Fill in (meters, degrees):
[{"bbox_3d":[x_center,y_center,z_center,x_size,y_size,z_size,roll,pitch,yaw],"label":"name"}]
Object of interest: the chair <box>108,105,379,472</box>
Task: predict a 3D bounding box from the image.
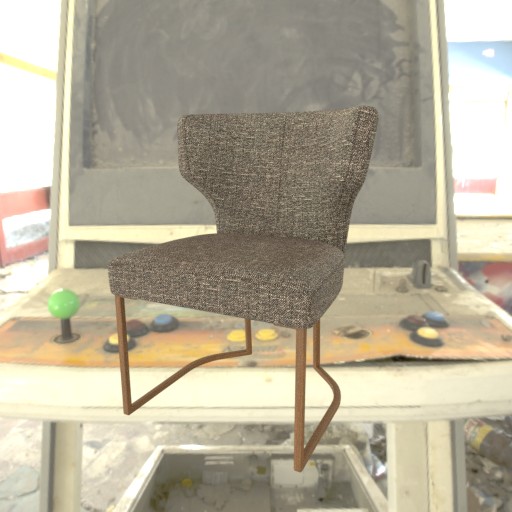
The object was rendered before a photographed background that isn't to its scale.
[{"bbox_3d":[0.000,0.000,1.263,0.611,0.824,0.617,6,14,26],"label":"chair"}]
